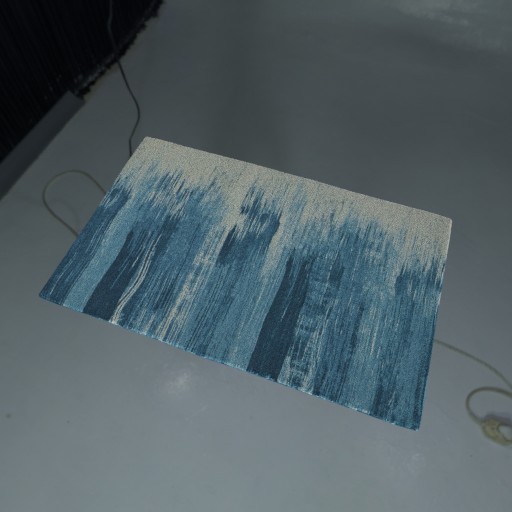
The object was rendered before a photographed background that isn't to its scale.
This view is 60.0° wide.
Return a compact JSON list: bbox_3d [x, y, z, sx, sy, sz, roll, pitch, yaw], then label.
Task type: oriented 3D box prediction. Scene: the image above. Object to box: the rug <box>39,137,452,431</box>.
[{"bbox_3d":[0.000,0.000,3.008,2.450,0.027,1.540,17,61,10],"label":"rug"}]
